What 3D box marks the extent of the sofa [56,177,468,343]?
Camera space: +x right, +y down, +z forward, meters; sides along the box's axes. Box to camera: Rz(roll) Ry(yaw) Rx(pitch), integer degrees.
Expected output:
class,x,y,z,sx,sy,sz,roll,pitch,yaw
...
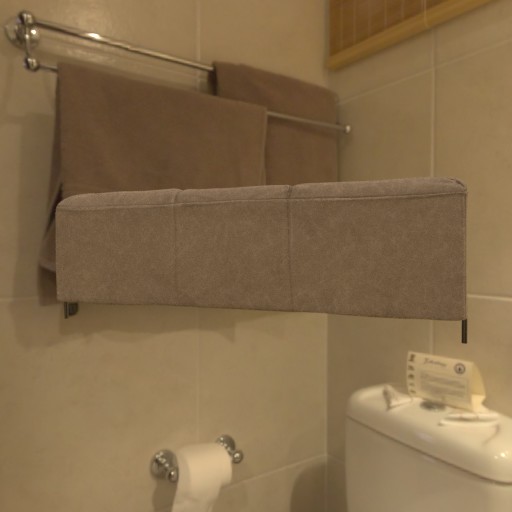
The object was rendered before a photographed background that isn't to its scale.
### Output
class,x,y,z,sx,sy,sz,roll,pitch,yaw
sofa,0.000,0.000,2.650,2.238,0.758,0.899,0,1,19
